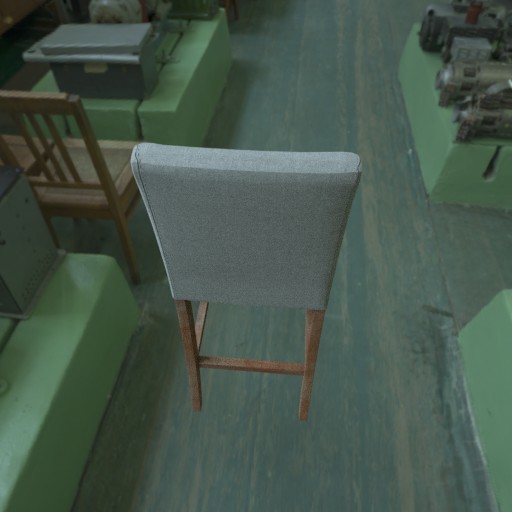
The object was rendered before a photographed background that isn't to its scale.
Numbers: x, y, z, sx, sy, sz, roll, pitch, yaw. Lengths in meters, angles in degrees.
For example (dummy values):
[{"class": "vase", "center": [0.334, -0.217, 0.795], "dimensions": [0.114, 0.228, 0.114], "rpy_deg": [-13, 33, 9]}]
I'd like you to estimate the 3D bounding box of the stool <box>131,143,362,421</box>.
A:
[{"class": "stool", "center": [0.000, 0.000, 1.368], "dimensions": [0.439, 1.088, 0.570], "rpy_deg": [4, 47, 3]}]
